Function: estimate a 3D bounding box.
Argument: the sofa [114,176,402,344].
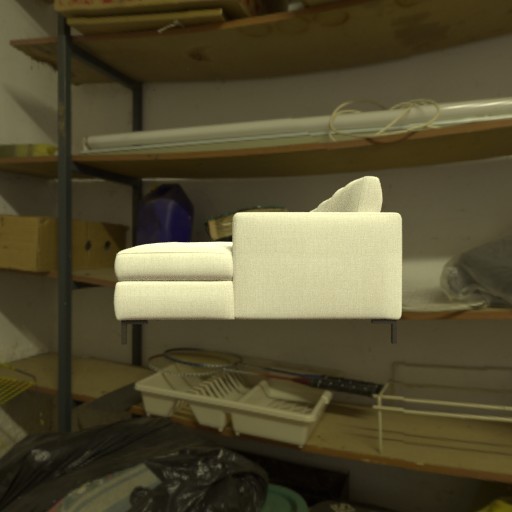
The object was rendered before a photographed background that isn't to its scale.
[{"bbox_3d":[0.000,0.000,2.909,1.126,0.677,2.445,0,0,0],"label":"sofa"}]
